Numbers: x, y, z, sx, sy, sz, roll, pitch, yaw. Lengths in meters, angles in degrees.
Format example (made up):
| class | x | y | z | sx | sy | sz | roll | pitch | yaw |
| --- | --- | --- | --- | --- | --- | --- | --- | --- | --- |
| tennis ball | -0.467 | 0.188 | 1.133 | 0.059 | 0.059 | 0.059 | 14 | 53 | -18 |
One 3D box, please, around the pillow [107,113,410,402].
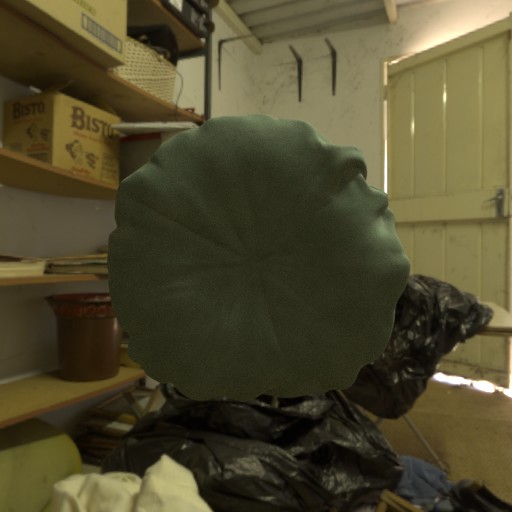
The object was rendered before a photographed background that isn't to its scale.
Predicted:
| class | x | y | z | sx | sy | sz | roll | pitch | yaw |
| --- | --- | --- | --- | --- | --- | --- | --- | --- | --- |
| pillow | 0.000 | 0.000 | 0.645 | 0.428 | 0.407 | 0.148 | 0 | 1 | 0 |
